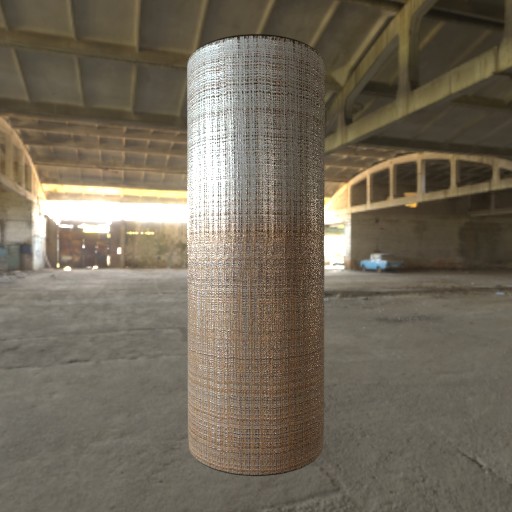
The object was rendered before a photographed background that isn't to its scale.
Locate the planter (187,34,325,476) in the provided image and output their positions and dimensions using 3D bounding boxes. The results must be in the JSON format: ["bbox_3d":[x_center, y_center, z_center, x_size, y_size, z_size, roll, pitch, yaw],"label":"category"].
[{"bbox_3d":[0.000,0.000,0.325,0.099,0.278,0.099,0,1,-18],"label":"planter"}]
